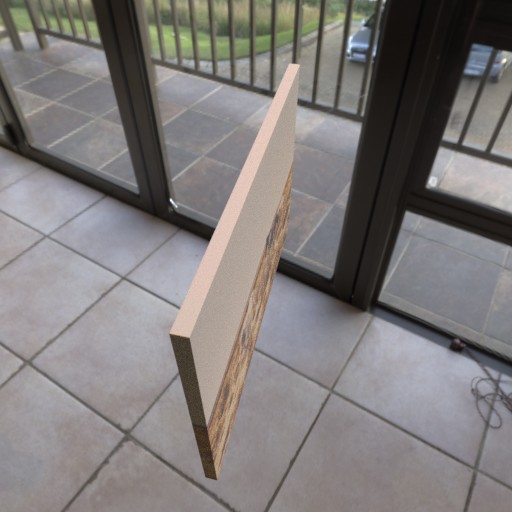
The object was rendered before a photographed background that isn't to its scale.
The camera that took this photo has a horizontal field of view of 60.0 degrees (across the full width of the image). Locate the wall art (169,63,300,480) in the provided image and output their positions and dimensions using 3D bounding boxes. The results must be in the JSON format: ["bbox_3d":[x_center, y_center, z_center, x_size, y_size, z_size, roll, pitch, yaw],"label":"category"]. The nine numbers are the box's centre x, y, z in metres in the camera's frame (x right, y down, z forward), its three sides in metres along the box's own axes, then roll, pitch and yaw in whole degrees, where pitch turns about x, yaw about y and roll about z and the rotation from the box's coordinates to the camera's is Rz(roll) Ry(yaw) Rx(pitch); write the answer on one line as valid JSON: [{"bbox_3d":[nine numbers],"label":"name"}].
[{"bbox_3d":[0.000,0.000,1.901,0.051,1.016,1.520,10,47,9],"label":"wall art"}]
